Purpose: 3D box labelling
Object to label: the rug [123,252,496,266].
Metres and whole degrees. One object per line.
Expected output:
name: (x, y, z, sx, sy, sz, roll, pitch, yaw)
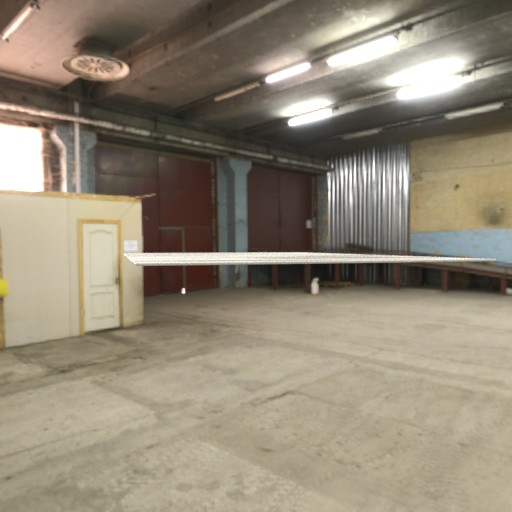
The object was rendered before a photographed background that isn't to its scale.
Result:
rug: (0.000, 0.000, 2.724, 1.533, 0.010, 2.142, 0, 1, -18)
